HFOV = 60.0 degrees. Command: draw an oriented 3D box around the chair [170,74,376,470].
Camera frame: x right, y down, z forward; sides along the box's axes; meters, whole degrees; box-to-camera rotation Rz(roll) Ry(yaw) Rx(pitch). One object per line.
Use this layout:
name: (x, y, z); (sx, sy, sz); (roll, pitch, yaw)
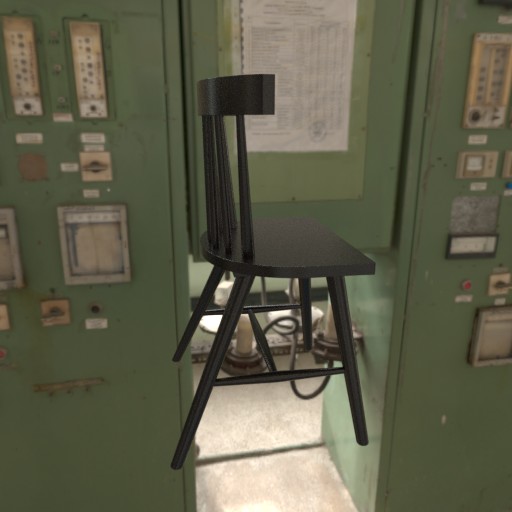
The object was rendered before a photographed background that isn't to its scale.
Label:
chair: (0.000, 0.000, 1.160); (0.483, 0.844, 0.506); (-3, 17, -9)
